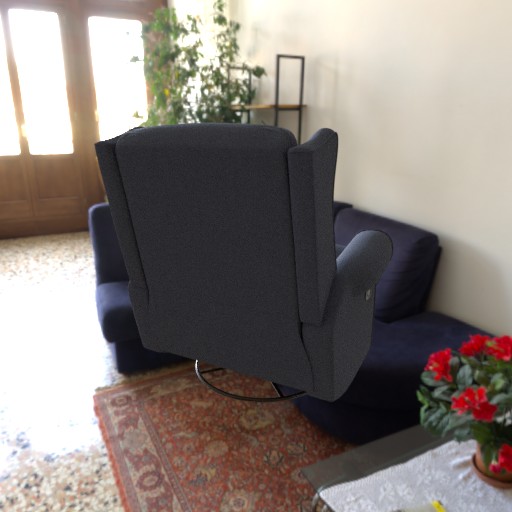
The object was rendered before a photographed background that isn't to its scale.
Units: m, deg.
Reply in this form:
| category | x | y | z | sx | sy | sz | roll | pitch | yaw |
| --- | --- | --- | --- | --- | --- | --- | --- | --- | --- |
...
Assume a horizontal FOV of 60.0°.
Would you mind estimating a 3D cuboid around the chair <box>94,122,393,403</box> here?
| category | x | y | z | sx | sy | sz | roll | pitch | yaw |
| --- | --- | --- | --- | --- | --- | --- | --- | --- | --- |
| chair | 0.000 | 0.000 | 1.765 | 0.971 | 1.020 | 0.877 | 9 | 19 | 26 |
